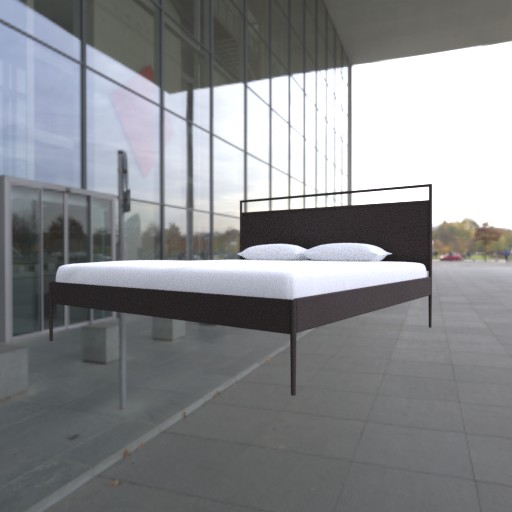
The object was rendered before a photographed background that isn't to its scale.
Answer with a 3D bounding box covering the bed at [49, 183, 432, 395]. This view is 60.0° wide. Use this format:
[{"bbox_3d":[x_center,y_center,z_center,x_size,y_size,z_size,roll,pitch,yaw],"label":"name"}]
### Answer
[{"bbox_3d":[0.000,0.000,3.344,1.993,1.173,2.151,0,1,36],"label":"bed"}]
